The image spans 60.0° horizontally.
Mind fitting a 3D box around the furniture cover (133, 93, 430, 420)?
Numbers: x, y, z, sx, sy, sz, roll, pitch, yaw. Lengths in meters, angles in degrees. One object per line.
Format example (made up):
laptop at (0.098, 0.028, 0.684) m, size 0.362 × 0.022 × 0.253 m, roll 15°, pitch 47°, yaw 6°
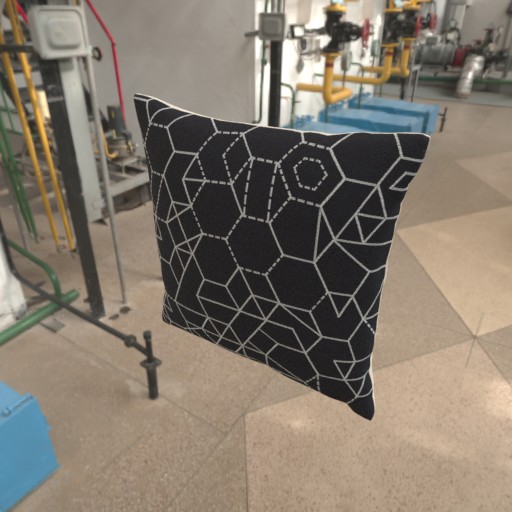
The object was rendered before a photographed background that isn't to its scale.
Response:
furniture cover at (0.000, 0.000, 0.793) m, size 0.517 × 0.508 × 0.158 m, roll 18°, pitch 34°, yaw 29°
